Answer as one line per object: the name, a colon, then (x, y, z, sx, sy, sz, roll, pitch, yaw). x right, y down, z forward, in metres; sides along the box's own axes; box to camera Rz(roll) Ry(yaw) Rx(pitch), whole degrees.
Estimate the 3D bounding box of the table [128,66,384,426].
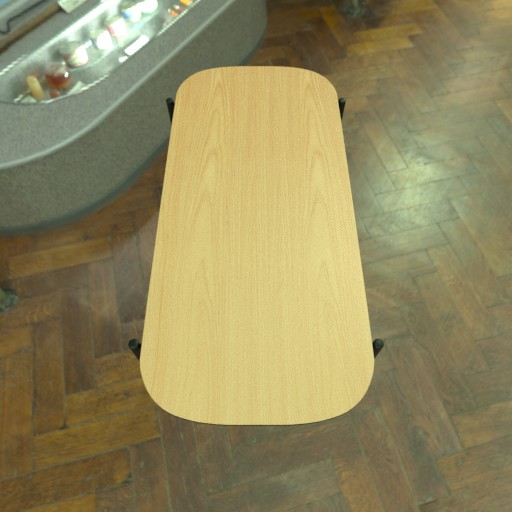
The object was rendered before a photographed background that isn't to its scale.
table: (0.000, 0.000, 1.006, 0.400, 0.400, 0.800, 0, 59, 0)
